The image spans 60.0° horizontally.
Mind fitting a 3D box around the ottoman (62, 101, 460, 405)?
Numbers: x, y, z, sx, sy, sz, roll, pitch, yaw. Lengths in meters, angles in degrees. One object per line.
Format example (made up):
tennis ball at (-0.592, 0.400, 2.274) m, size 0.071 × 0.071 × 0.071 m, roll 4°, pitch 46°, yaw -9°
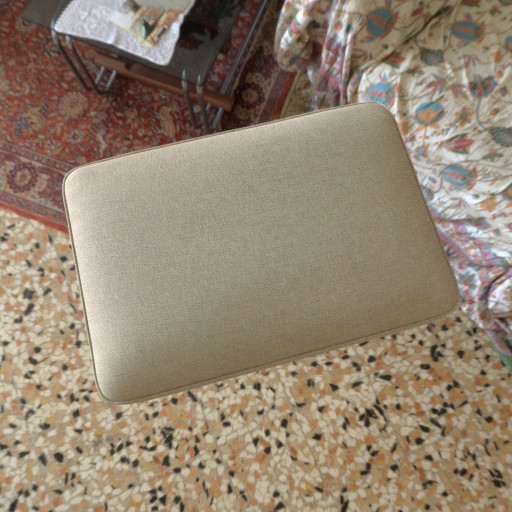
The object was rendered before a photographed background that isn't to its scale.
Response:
ottoman at (0.000, 0.000, 1.153) m, size 0.813 × 0.458 × 0.559 m, roll -14°, pitch 77°, yaw -3°
